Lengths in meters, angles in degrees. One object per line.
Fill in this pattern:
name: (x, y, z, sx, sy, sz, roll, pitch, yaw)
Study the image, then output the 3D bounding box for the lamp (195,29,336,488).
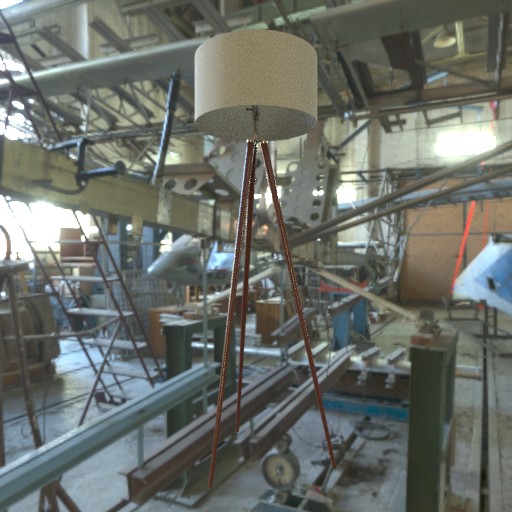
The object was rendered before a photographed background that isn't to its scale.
lamp: (0.000, 0.000, 1.758, 0.483, 1.553, 0.483, 0, 0, -18)
